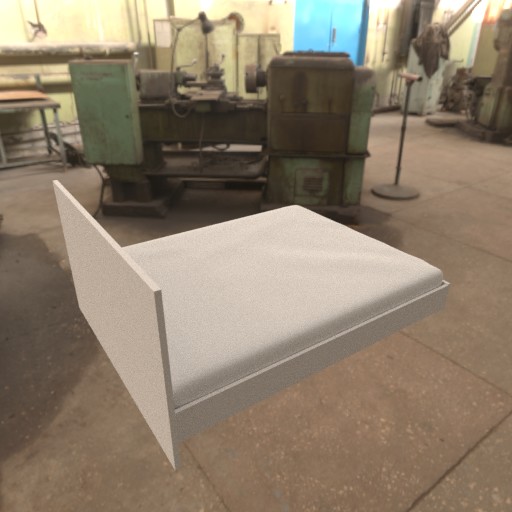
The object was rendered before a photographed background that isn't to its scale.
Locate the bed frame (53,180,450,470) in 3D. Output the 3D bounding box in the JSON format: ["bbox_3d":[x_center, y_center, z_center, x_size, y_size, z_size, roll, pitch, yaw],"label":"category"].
[{"bbox_3d":[0.000,0.000,3.060,2.100,1.001,1.711,-17,31,-30],"label":"bed frame"}]
